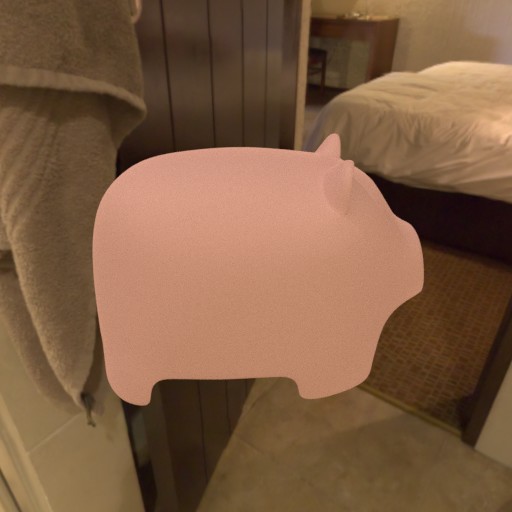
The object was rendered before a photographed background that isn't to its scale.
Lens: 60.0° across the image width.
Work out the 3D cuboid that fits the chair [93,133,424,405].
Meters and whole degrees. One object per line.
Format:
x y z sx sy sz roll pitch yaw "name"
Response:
0.000 0.000 0.842 0.619 0.423 0.364 0 32 -1 "chair"
